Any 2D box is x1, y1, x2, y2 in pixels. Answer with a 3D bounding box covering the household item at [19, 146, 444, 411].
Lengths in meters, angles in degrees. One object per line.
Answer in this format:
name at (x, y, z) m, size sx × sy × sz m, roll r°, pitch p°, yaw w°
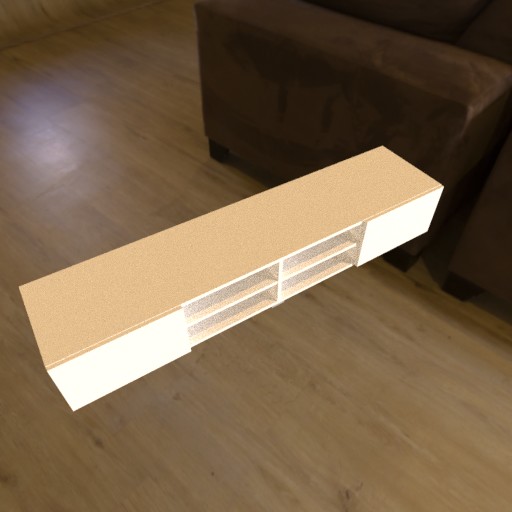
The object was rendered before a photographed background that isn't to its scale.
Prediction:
household item at (0.000, 0.000, 2.001) m, size 1.850 × 0.310 × 0.420 m, roll -24°, pitch 50°, yaw -22°
